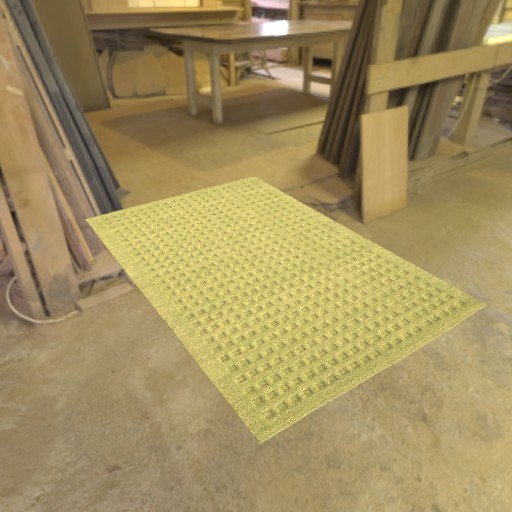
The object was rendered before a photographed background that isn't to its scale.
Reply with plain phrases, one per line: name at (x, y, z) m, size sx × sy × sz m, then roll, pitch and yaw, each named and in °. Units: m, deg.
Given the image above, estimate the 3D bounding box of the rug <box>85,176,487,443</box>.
rug at (0.000, 0.000, 2.876) m, size 1.529 × 0.007 × 2.297 m, roll -20°, pitch 37°, yaw -29°
